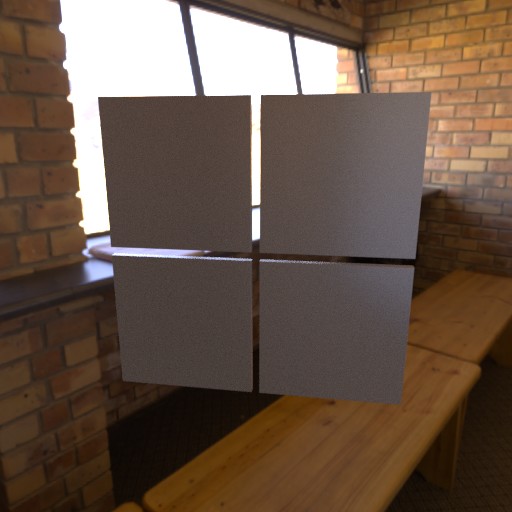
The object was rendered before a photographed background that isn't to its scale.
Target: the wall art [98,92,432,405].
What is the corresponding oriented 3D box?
[{"bbox_3d":[0.000,0.000,1.632,1.118,1.118,0.029,2,15,8],"label":"wall art"}]
